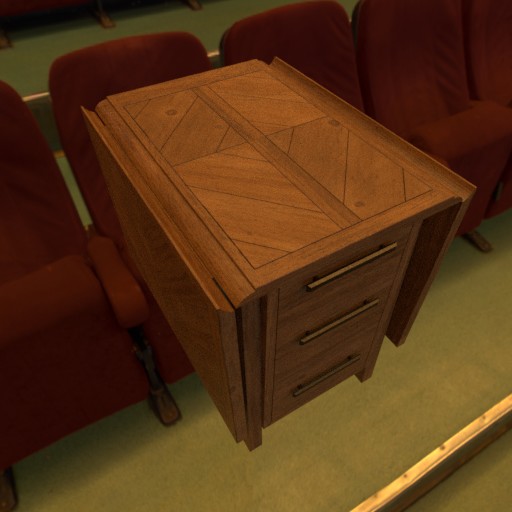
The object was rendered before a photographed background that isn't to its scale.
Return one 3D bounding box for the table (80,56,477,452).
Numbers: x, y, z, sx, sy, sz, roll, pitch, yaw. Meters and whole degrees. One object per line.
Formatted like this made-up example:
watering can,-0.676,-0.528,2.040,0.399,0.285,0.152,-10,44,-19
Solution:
table,0.000,0.000,1.277,0.591,0.763,0.746,-24,51,-21
